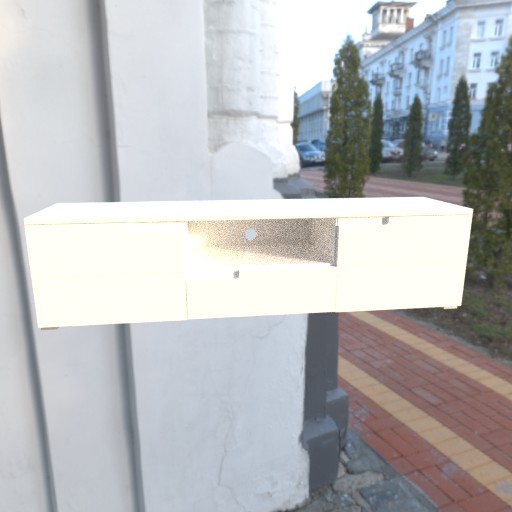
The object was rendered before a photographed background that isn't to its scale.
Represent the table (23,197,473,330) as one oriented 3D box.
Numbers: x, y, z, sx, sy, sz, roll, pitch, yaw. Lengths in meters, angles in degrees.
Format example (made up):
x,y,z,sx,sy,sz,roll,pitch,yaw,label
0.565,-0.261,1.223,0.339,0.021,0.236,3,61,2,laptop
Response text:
x,y,z,sx,sy,sz,roll,pitch,yaw,label
0.000,0.000,1.854,1.650,0.420,0.390,-2,15,-7,table
